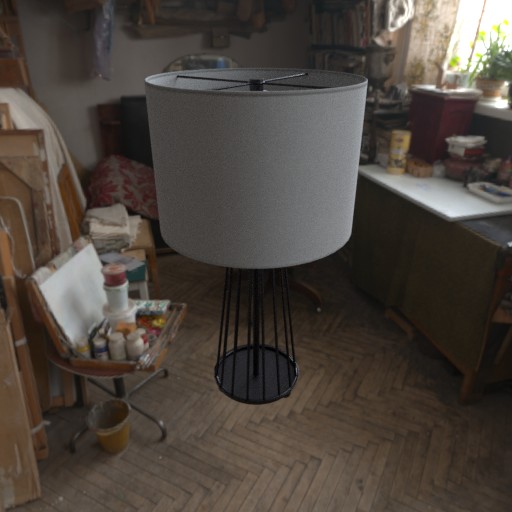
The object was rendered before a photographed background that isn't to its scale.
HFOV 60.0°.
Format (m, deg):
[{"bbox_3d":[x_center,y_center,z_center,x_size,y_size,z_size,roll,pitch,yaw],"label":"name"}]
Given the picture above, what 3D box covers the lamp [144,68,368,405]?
[{"bbox_3d":[0.000,0.000,0.789,0.322,0.593,0.322,17,32,30],"label":"lamp"}]
